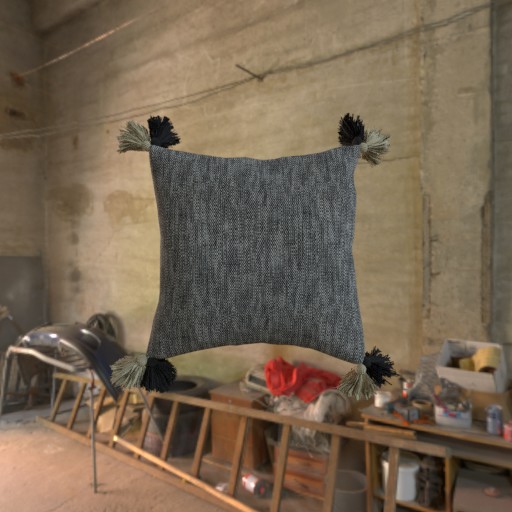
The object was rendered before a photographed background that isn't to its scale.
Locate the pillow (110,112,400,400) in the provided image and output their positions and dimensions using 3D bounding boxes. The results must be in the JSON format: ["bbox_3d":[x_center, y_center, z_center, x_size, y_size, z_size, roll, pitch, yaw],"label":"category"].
[{"bbox_3d":[0.000,0.000,0.985,0.654,0.659,0.170,0,0,0],"label":"pillow"}]
